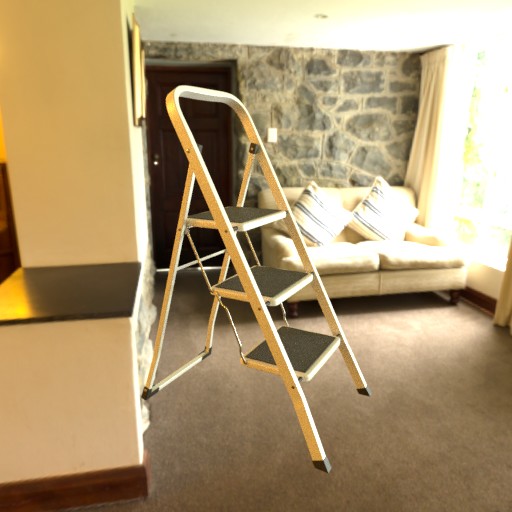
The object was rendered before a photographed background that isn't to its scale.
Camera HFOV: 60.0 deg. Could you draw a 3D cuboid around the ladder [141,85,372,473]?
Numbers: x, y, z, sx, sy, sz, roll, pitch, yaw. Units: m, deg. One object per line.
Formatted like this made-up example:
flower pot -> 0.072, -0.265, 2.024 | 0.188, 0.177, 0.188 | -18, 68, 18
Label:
ladder -> 0.000, 0.000, 1.454 | 0.711, 1.050, 0.460 | 8, 16, 28
